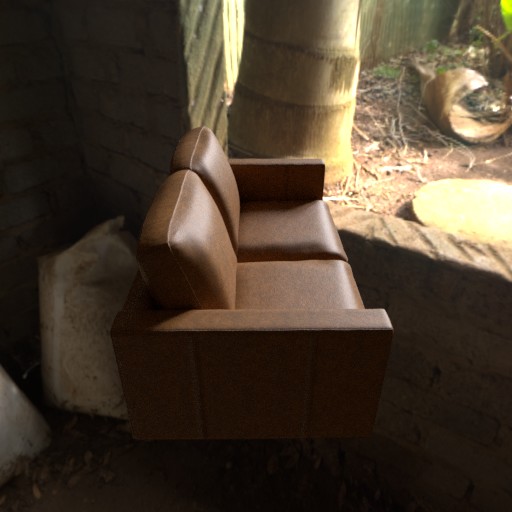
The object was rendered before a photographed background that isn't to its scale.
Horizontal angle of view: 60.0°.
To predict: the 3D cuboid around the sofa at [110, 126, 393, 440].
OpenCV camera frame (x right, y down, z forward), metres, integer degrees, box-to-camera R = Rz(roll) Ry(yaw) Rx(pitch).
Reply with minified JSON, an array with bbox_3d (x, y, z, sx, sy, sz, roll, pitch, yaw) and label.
[{"bbox_3d":[0.000,0.000,2.127,0.909,0.951,1.578,0,31,0],"label":"sofa"}]
